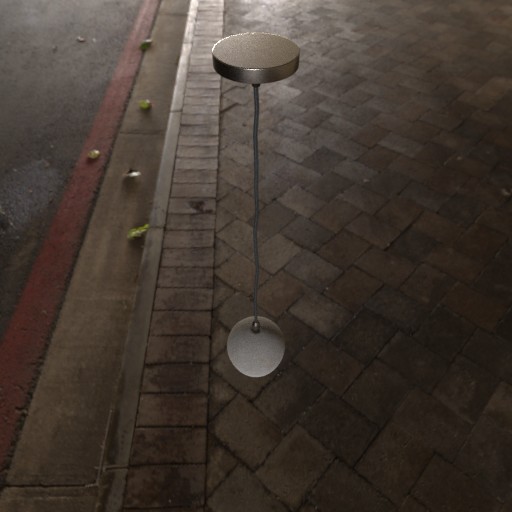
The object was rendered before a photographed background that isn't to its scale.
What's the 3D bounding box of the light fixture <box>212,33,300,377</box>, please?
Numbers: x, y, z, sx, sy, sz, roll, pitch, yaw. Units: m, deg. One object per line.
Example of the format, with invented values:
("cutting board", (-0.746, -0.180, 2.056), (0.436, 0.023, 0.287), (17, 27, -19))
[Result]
("light fixture", (0.000, 0.000, 0.838), (0.139, 0.764, 0.139), (23, 51, 20))
